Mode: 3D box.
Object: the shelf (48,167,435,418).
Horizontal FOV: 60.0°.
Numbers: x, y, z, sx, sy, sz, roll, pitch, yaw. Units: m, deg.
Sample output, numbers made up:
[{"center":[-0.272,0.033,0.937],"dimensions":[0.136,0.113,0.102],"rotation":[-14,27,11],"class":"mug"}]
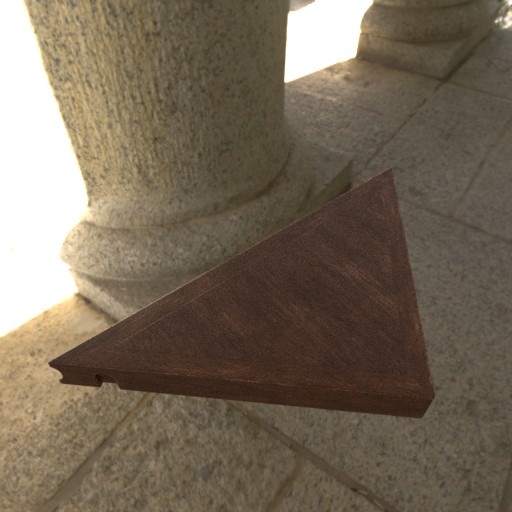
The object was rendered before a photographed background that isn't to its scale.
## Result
[{"center":[0.000,0.000,0.449],"dimensions":[0.296,0.035,0.296],"rotation":[4,46,4],"class":"shelf"}]
